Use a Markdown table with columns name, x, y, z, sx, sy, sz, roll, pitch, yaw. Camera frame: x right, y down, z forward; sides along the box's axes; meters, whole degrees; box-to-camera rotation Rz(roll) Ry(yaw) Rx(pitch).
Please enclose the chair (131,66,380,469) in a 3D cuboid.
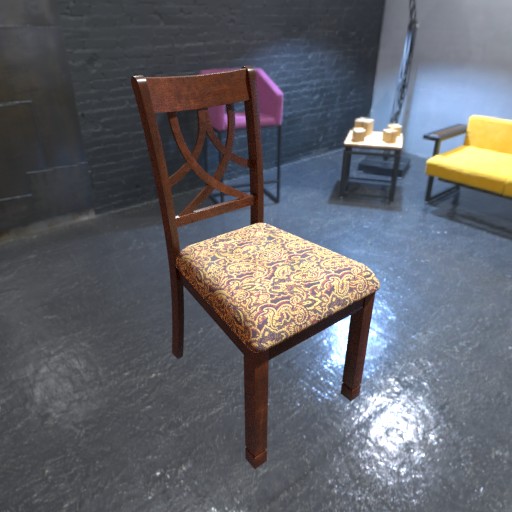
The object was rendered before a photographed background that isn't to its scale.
| name | x | y | z | sx | sy | sz | roll | pitch | yaw |
| --- | --- | --- | --- | --- | --- | --- | --- | --- | --- |
| chair | 0.000 | 0.000 | 1.305 | 0.457 | 0.965 | 0.584 | -21 | 35 | -33 |
